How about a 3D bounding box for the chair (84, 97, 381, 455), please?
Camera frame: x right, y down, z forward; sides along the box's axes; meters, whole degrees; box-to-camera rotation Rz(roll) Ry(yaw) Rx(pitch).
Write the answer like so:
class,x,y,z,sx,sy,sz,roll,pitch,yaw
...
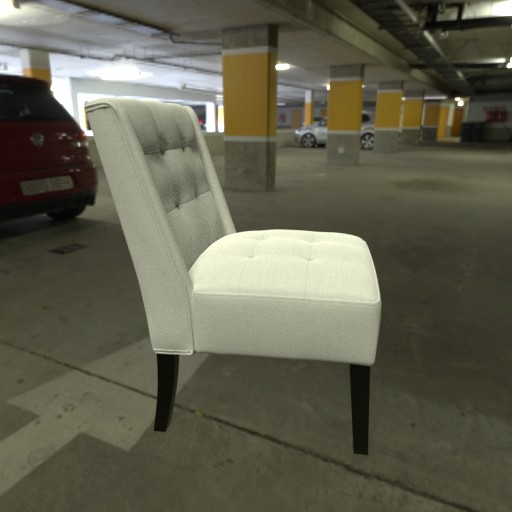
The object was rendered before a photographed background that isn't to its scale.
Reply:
class,x,y,z,sx,sy,sz,roll,pitch,yaw
chair,0.000,0.000,1.282,0.676,0.853,0.569,3,17,9
